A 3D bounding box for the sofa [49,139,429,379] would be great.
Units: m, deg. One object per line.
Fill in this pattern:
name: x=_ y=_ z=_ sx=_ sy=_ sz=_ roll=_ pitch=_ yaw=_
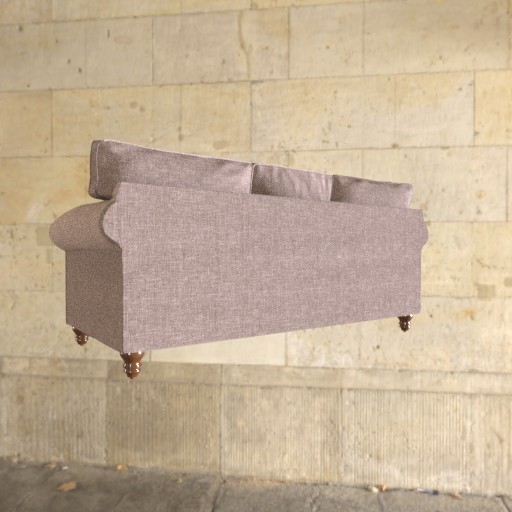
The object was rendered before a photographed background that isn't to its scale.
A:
sofa: x=0.000 y=0.000 z=2.581 sx=2.084 sy=0.961 sz=0.916 roll=0 pitch=1 yaw=-36
